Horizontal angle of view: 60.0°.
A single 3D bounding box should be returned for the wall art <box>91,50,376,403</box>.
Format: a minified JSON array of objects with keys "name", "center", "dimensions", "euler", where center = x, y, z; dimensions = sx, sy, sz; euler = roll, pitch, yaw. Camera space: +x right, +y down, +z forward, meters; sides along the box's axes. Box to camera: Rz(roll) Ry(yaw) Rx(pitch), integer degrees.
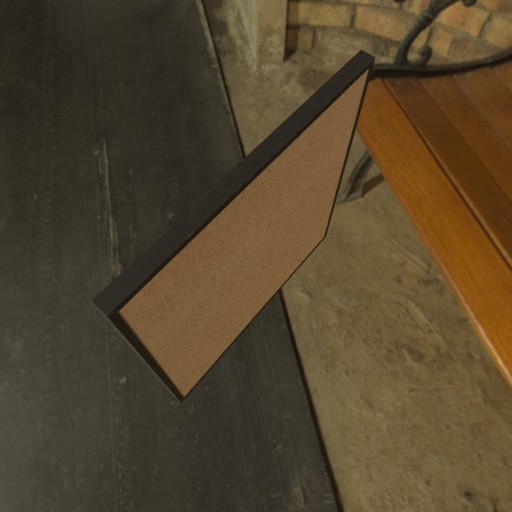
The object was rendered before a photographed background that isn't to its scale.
[{"name":"wall art","center":[0.000,0.000,1.156],"dimensions":[0.038,0.762,0.762],"euler":[36,68,17]}]
